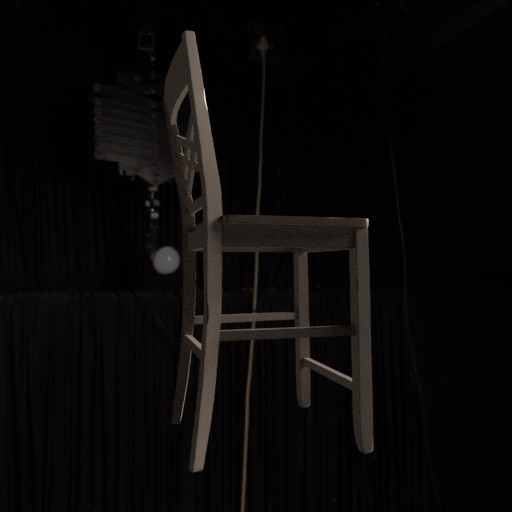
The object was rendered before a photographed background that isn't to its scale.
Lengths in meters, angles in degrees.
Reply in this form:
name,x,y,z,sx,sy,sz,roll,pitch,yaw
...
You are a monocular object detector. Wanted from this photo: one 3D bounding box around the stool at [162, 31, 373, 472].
name,x,y,z,sx,sy,sz,roll,pitch,yaw
stool,0.000,0.000,1.351,0.539,1.079,0.462,0,-1,-18
